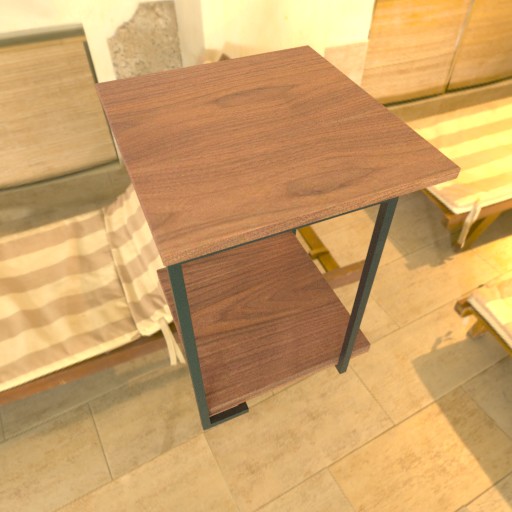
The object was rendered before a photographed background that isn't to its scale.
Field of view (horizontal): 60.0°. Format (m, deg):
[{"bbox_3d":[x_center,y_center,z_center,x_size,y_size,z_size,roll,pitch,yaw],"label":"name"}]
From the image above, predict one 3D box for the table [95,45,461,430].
[{"bbox_3d":[0.000,0.000,0.838,0.384,0.567,0.411,-17,49,-16],"label":"table"}]
